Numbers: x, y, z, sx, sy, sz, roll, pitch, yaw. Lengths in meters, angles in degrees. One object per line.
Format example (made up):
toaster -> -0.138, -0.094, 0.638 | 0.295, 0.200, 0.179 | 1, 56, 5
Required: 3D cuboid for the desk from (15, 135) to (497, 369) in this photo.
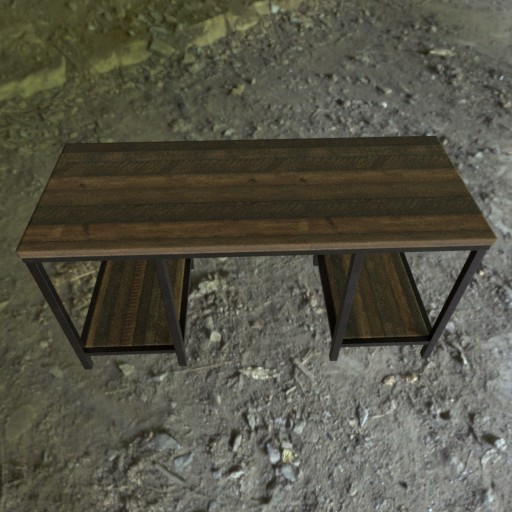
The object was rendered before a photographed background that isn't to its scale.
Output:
desk -> 0.000, 0.000, 1.897 | 1.538, 0.753, 0.617 | -2, 47, -2
